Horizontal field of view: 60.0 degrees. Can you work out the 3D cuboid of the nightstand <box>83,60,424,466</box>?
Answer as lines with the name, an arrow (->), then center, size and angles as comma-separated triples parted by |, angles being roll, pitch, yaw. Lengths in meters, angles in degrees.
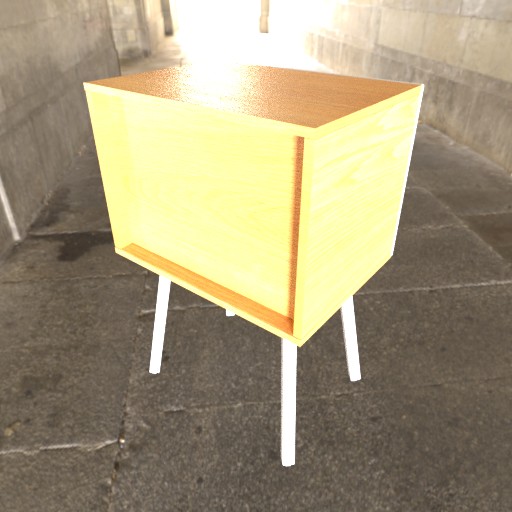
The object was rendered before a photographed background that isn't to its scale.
nightstand -> 0.000, 0.000, 0.812 | 0.400, 0.601, 0.316 | 22, 38, 32
